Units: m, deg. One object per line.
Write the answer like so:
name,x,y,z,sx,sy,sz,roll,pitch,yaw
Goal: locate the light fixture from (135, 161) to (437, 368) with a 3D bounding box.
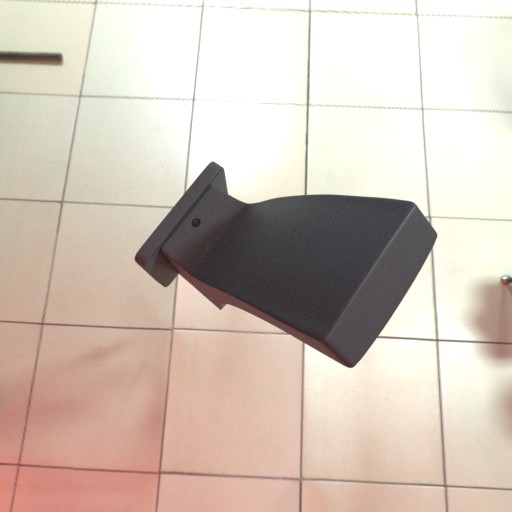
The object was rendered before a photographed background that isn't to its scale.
light fixture,0.000,0.000,0.329,0.174,0.243,0.108,35,78,9
